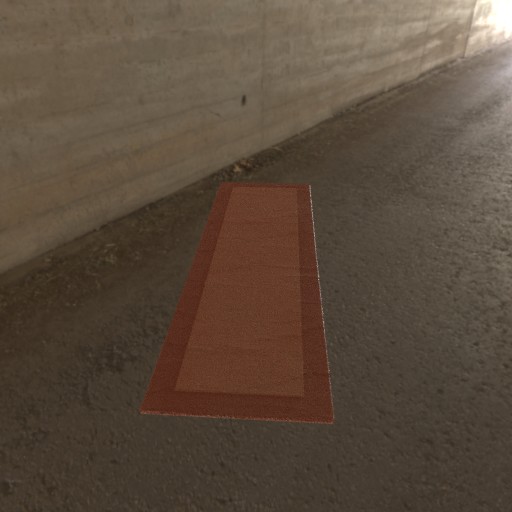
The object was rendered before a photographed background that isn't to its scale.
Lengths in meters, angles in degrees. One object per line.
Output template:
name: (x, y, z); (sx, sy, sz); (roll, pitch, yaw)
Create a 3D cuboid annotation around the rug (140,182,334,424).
rug: (0.000, 0.000, 2.746); (0.914, 0.013, 2.471); (0, 31, 0)
